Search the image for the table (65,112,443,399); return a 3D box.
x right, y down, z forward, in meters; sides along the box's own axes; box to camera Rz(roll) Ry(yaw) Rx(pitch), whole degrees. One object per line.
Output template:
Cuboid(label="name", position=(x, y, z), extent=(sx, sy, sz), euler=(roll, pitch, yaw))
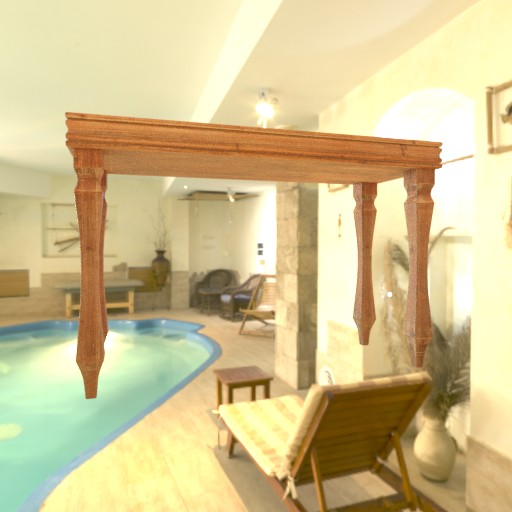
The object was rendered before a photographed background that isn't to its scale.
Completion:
Cuboid(label="table", position=(0.000, 0.000, 1.755), extent=(1.330, 0.873, 0.522), euler=(0, 2, -17))
